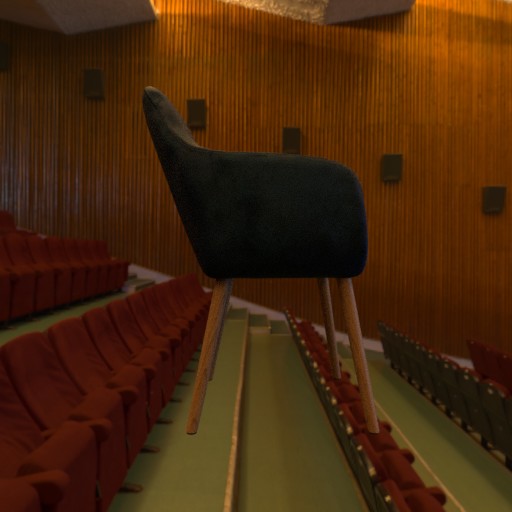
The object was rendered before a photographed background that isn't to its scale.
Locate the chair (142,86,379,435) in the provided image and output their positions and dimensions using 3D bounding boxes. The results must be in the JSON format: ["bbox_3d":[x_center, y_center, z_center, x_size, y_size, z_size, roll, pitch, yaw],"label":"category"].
[{"bbox_3d":[0.000,0.000,1.254,0.573,0.826,0.578,0,1,-1],"label":"chair"}]
